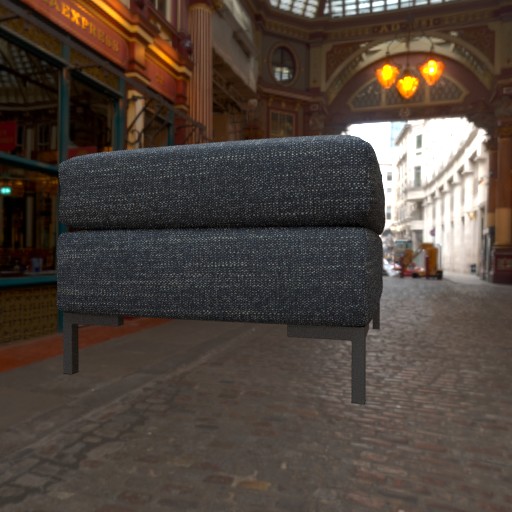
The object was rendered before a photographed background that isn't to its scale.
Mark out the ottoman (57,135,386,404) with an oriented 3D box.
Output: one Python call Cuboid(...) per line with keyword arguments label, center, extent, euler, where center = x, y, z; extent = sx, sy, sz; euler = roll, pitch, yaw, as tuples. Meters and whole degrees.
Cuboid(label="ottoman", center=(0.000, 0.000, 1.204), extent=(0.667, 0.491, 0.814), euler=(0, 1, 17))
